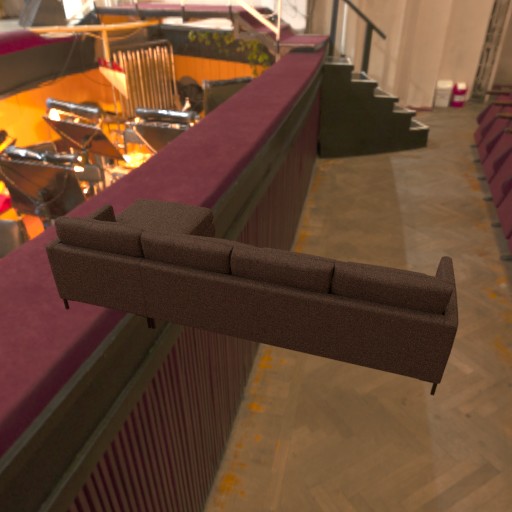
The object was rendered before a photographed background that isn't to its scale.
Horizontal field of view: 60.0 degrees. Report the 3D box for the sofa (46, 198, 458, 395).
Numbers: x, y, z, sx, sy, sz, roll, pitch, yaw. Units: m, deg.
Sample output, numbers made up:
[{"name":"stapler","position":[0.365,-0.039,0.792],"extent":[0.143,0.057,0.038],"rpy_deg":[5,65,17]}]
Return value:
[{"name":"sofa","position":[0.000,0.000,3.899],"extent":[3.221,0.892,1.483],"rpy_deg":[10,33,16]}]
